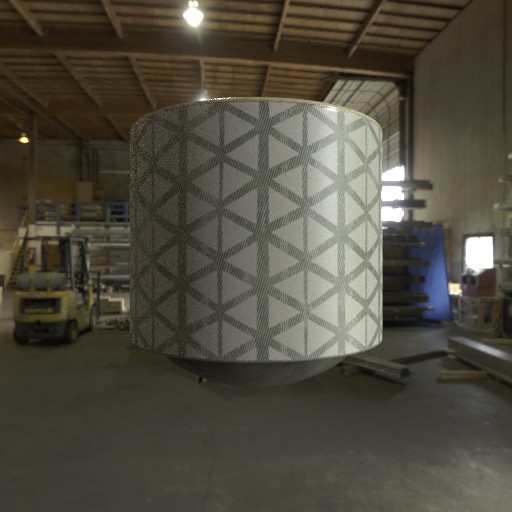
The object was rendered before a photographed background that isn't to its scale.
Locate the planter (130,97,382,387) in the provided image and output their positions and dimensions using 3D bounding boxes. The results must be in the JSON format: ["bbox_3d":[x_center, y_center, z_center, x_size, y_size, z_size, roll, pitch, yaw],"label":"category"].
[{"bbox_3d":[0.000,0.000,0.347,0.190,0.181,0.190,0,0,0],"label":"planter"}]
